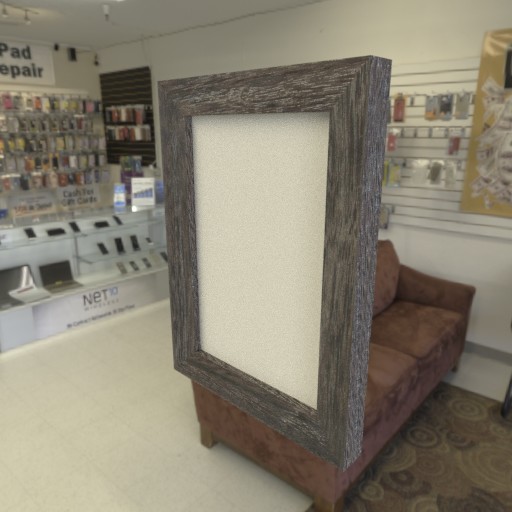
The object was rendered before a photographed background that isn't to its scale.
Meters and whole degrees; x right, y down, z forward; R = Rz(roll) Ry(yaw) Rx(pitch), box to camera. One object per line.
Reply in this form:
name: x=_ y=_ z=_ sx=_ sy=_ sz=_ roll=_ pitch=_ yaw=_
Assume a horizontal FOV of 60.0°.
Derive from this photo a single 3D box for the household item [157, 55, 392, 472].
household item: x=0.000 y=0.000 z=0.234 sx=0.133 sy=0.180 sz=0.020 roll=15 pitch=22 yaw=42
